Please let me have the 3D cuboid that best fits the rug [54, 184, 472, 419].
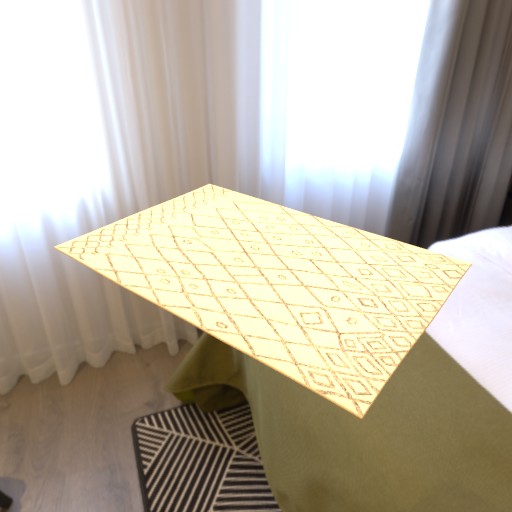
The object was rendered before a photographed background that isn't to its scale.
[{"bbox_3d":[0.000,0.000,2.319,1.828,0.015,1.222,21,36,33],"label":"rug"}]
